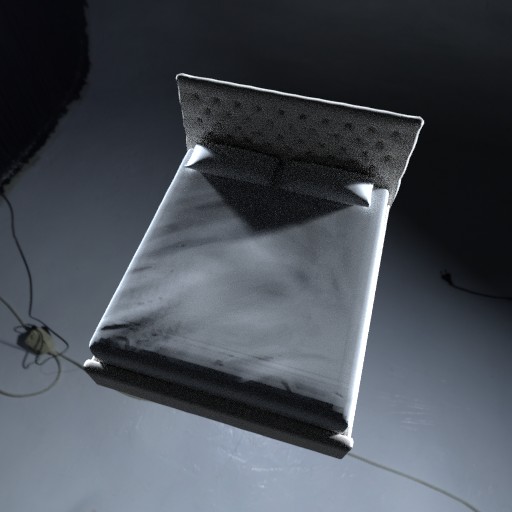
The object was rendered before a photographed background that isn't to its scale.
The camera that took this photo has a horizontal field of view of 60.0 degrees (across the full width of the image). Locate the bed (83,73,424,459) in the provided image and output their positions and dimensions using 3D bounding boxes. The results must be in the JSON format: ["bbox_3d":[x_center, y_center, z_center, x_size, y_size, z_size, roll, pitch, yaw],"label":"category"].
[{"bbox_3d":[0.000,0.000,3.591,2.078,1.427,2.387,14,58,9],"label":"bed"}]
